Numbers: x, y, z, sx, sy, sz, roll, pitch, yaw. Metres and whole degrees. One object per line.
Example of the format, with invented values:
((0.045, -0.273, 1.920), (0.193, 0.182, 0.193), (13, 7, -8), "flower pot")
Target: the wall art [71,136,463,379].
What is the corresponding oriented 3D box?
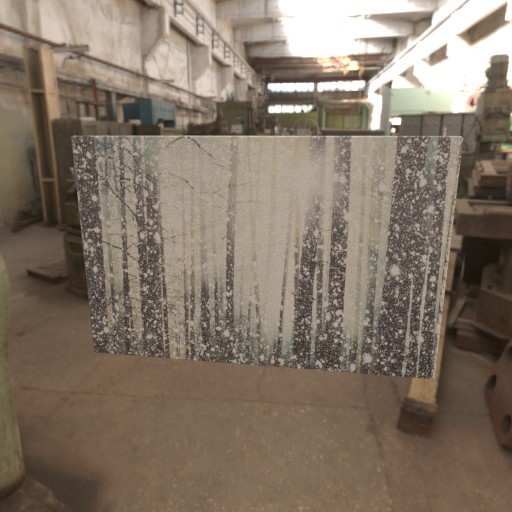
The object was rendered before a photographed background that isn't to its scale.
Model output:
((0.000, 0.000, 0.762), (0.618, 0.398, 0.042), (2, 16, 9), "wall art")
